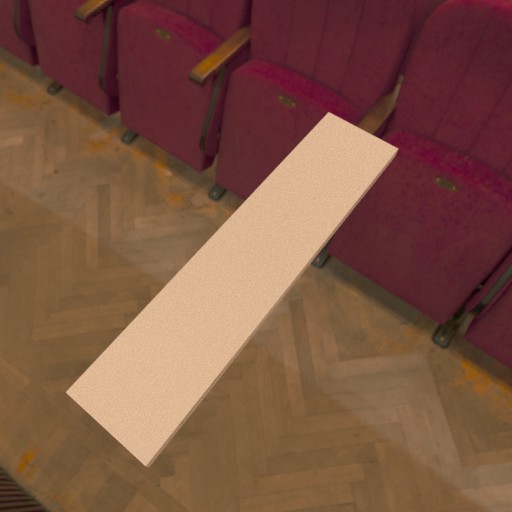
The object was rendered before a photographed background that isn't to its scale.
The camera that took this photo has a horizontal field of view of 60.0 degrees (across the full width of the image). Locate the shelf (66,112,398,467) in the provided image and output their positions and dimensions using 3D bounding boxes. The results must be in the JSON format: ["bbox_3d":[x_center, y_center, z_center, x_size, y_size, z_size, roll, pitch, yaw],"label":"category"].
[{"bbox_3d":[0.000,0.000,0.662,0.140,0.020,0.610,34,67,17],"label":"shelf"}]
